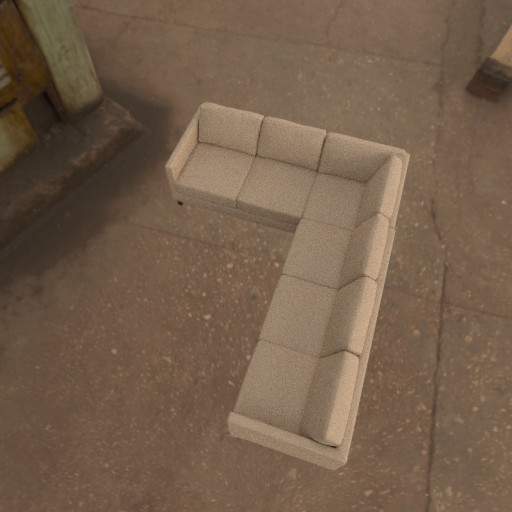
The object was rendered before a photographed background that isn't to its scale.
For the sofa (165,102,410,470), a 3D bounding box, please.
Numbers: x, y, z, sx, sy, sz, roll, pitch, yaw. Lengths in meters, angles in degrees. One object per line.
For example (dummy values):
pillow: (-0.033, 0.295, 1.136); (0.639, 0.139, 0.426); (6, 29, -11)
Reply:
sofa: (0.000, 0.000, 4.348); (2.432, 0.863, 3.182); (16, 61, 9)
